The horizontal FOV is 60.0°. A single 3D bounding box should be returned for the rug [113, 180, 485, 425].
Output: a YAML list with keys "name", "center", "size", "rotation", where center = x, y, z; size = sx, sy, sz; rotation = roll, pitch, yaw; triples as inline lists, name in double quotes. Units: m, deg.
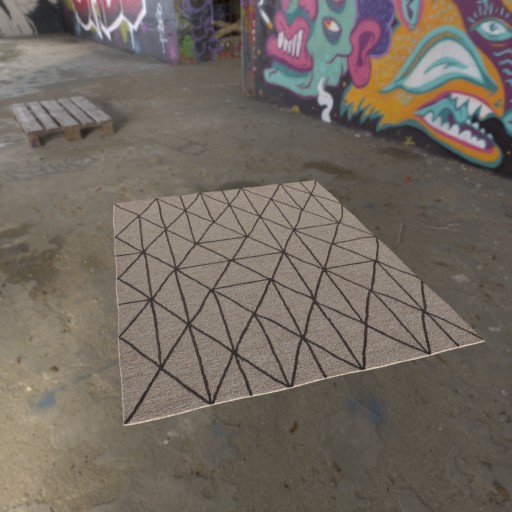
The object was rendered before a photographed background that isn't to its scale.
- name: "rug"
  center: [0.000, 0.000, 4.030]
  size: [2.468, 0.022, 3.061]
  rotation: [-9, 33, -14]
